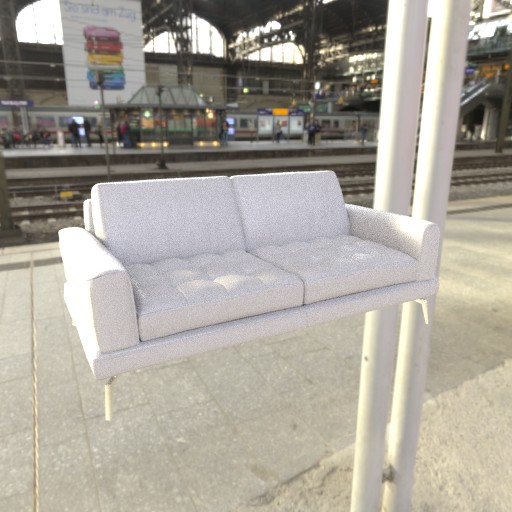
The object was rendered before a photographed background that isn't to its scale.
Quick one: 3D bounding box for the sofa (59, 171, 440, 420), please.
[{"bbox_3d":[0.000,0.000,2.757,2.177,0.930,1.121,-9,18,-27],"label":"sofa"}]
